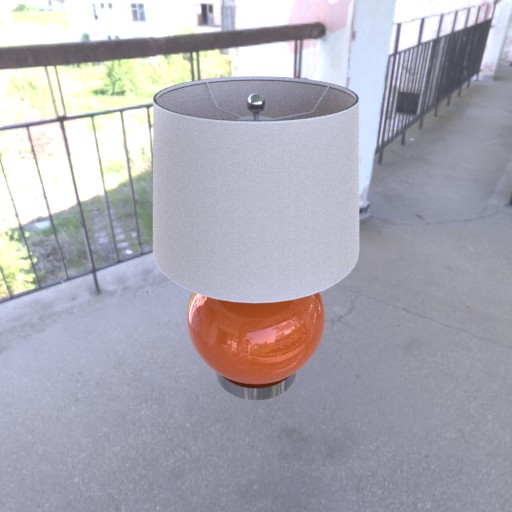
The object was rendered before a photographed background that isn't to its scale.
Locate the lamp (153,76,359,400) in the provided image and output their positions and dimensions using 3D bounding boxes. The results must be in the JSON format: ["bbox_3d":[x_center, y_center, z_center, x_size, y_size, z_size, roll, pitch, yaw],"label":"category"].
[{"bbox_3d":[0.000,0.000,0.551,0.247,0.387,0.247,0,32,0],"label":"lamp"}]
